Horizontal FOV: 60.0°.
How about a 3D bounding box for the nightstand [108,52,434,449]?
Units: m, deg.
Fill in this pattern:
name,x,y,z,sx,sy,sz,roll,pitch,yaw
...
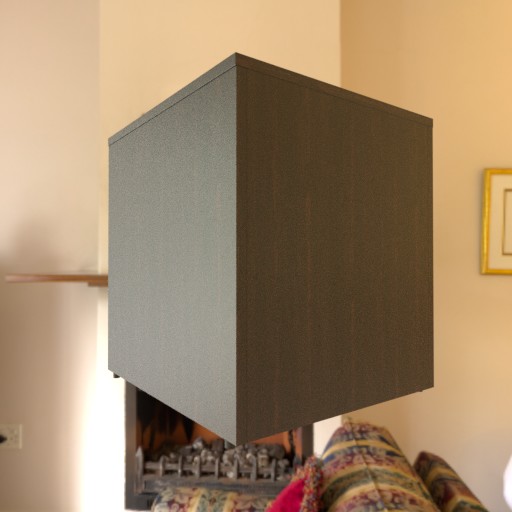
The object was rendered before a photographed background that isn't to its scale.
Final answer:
name,x,y,z,sx,sy,sz,roll,pitch,yaw
nightstand,0.000,0.000,0.809,0.400,0.460,0.461,1,-1,-37
